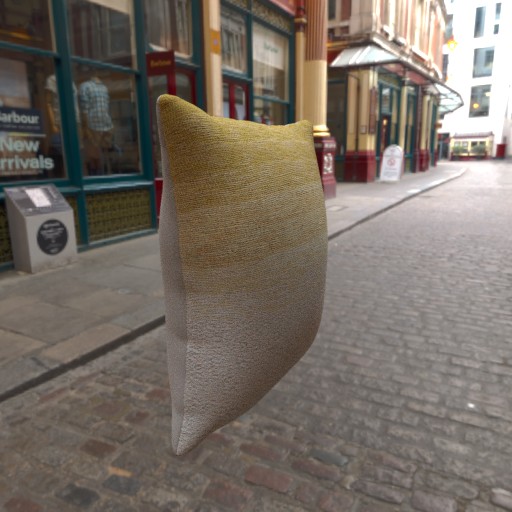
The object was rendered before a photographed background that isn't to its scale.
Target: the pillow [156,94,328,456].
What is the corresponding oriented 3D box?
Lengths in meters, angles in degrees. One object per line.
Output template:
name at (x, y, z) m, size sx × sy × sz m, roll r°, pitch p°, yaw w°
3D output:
pillow at (0.000, 0.000, 0.720) m, size 0.211 × 0.450 × 0.450 m, roll 7°, pitch 15°, yaw 27°
